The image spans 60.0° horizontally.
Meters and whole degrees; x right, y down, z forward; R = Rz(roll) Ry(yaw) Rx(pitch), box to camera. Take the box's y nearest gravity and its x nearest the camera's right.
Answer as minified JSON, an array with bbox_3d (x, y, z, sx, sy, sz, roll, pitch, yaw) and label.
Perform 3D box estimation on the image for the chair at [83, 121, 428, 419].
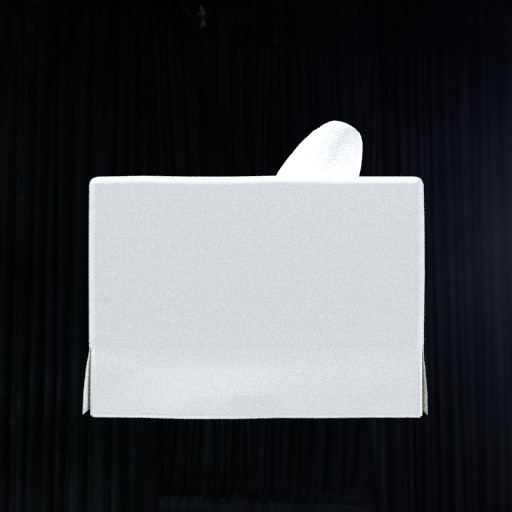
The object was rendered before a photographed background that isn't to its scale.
[{"bbox_3d":[0.000,0.000,1.767,0.957,0.878,1.150,0,0,0],"label":"chair"}]
